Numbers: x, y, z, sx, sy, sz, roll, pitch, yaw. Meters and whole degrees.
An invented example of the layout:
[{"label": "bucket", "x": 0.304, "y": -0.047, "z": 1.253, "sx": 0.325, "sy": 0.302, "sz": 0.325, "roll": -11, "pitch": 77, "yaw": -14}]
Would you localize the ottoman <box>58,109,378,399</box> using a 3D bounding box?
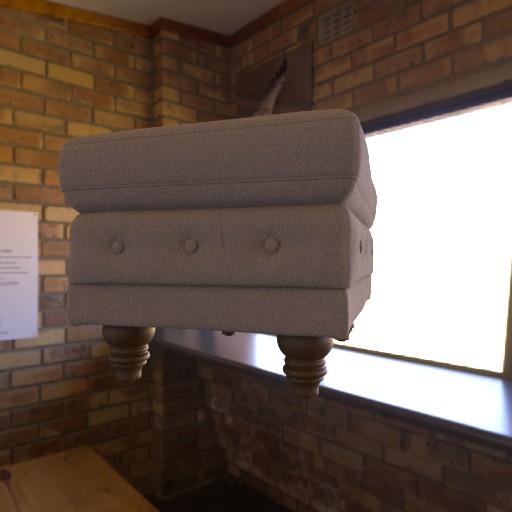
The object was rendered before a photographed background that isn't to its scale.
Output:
[{"label": "ottoman", "x": 0.000, "y": 0.000, "z": 1.099, "sx": 0.569, "sy": 0.500, "sz": 0.771, "roll": 0, "pitch": -1, "yaw": 17}]
